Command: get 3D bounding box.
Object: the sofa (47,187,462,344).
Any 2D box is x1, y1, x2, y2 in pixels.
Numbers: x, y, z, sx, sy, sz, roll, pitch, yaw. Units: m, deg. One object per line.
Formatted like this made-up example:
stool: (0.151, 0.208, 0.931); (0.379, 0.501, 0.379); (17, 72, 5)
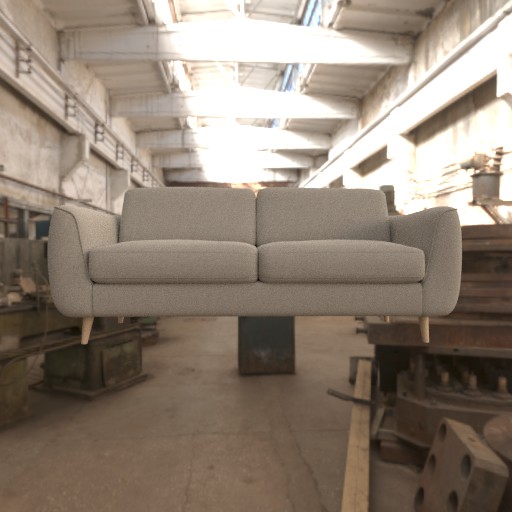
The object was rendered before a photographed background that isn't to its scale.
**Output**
sofa: (0.000, 0.000, 2.499); (2.000, 0.850, 0.920); (0, 1, -1)
